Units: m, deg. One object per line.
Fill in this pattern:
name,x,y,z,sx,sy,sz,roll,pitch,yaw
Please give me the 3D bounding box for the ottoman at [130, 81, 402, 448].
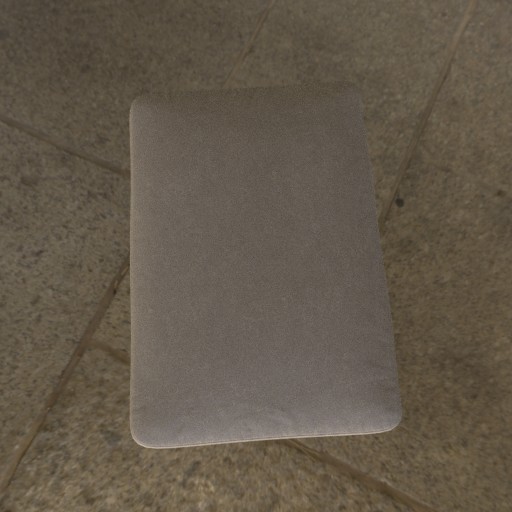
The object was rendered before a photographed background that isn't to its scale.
ottoman,0.000,0.000,1.562,0.840,0.429,1.199,-4,77,-1
